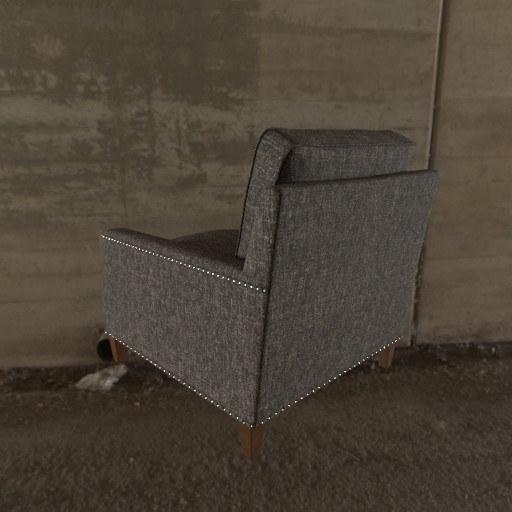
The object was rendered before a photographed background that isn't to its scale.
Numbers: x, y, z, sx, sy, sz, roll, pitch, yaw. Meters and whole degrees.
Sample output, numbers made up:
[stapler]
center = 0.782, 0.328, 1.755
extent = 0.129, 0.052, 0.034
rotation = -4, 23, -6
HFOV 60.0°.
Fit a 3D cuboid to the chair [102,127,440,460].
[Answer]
[chair]
center = 0.000, 0.000, 1.718
extent = 0.853, 0.943, 1.014
rotation = -14, 20, -42
